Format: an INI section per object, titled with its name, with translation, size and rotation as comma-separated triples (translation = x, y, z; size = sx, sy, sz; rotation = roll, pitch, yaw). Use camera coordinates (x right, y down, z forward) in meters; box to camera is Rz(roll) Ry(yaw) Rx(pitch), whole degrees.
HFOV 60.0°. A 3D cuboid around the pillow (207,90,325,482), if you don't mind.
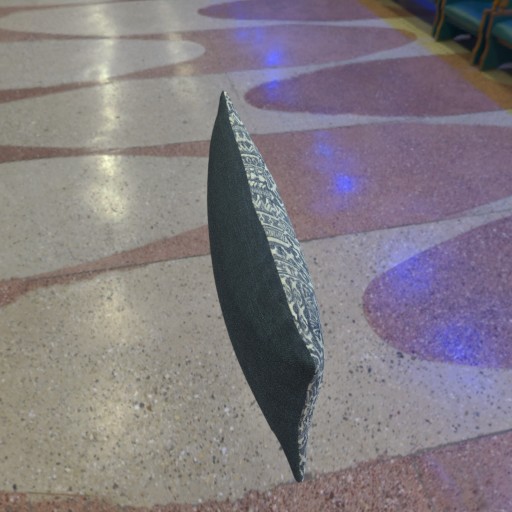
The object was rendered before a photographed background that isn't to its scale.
[pillow]
translation = 0.000, 0.000, 0.741
size = 0.148, 0.292, 0.631
rotation = -8, 46, -8
